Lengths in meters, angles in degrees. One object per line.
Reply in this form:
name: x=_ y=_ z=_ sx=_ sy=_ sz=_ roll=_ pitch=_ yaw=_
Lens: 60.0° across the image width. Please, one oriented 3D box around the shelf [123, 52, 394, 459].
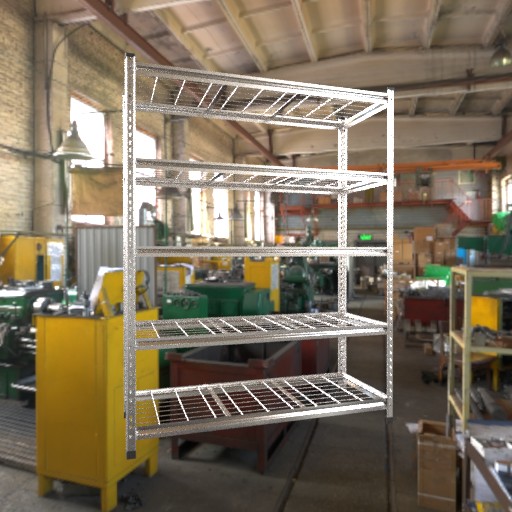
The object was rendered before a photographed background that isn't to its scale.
shelf: x=0.000 y=0.000 z=2.675 sx=1.524 sy=1.981 sz=0.610 roll=0 pitch=1 yaw=-18
